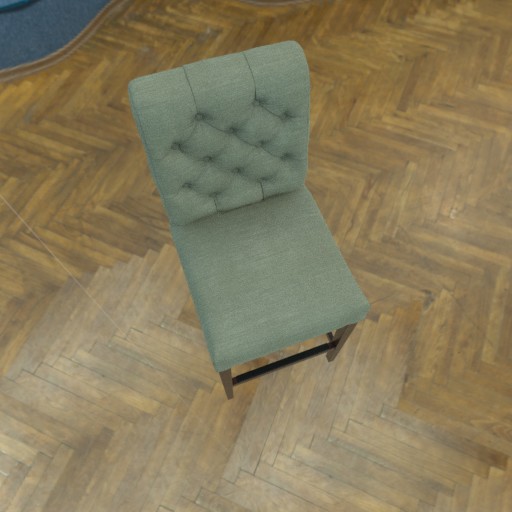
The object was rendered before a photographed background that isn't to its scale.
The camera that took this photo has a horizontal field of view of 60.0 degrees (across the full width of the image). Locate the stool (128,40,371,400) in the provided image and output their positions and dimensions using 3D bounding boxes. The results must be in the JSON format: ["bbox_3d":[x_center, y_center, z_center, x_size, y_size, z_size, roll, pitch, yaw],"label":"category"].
[{"bbox_3d":[0.000,0.000,1.468,0.486,1.084,0.660,-18,64,-9],"label":"stool"}]
